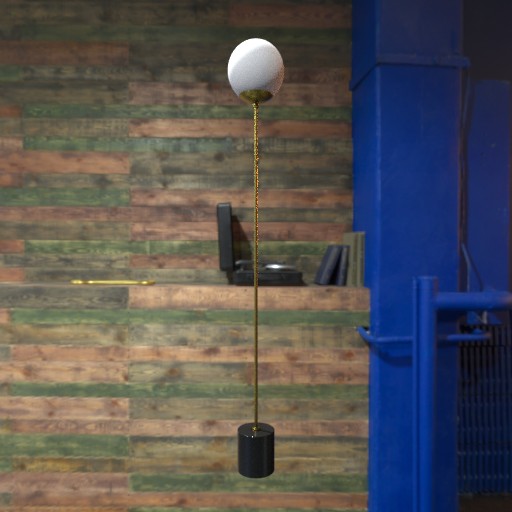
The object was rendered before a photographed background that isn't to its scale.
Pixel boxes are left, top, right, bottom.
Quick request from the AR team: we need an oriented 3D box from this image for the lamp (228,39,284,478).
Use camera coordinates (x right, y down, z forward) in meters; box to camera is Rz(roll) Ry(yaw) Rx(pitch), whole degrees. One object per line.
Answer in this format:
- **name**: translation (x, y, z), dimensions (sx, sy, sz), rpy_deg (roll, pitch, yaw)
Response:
- **lamp**: translation (0.000, 0.000, 1.812), dimensions (0.229, 1.748, 0.229), rpy_deg (0, 0, 1)
